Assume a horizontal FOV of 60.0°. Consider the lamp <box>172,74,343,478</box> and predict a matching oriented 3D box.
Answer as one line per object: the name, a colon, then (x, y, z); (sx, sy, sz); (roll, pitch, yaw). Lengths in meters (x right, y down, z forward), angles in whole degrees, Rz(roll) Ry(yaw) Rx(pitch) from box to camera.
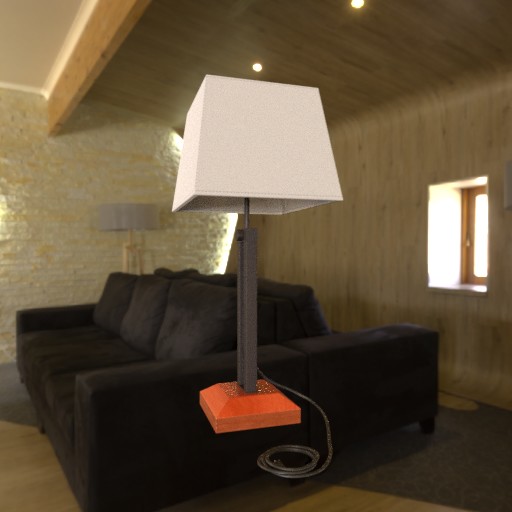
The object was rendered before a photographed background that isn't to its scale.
lamp: (0.000, 0.000, 0.970); (0.310, 0.737, 0.498); (0, 0, -17)
